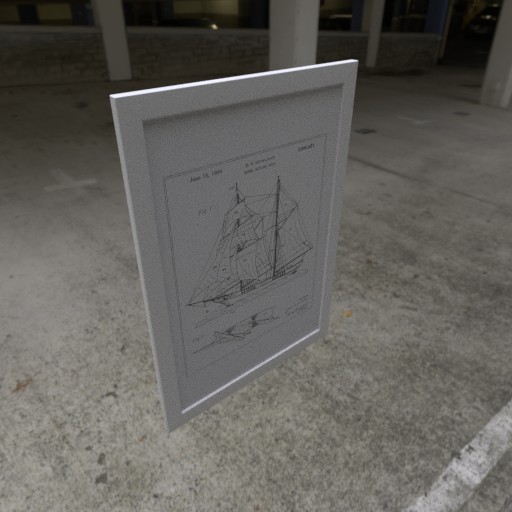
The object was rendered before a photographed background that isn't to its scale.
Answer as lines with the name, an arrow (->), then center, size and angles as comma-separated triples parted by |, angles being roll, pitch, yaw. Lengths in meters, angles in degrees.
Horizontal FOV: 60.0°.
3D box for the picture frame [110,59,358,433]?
picture frame -> 0.000, 0.000, 0.694 | 0.381, 0.534, 0.012 | -23, 39, -33
